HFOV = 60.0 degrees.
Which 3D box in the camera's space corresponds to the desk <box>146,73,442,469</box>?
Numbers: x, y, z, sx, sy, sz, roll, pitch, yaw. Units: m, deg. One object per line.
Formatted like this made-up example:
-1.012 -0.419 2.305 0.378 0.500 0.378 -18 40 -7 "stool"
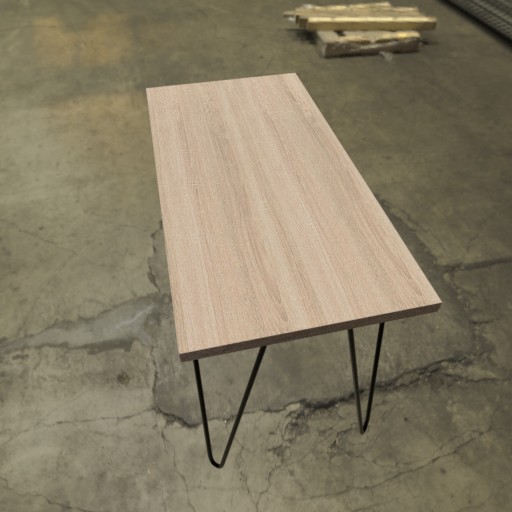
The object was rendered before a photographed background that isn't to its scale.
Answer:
0.000 0.000 1.373 0.499 0.660 0.991 -9 48 -9 "desk"
